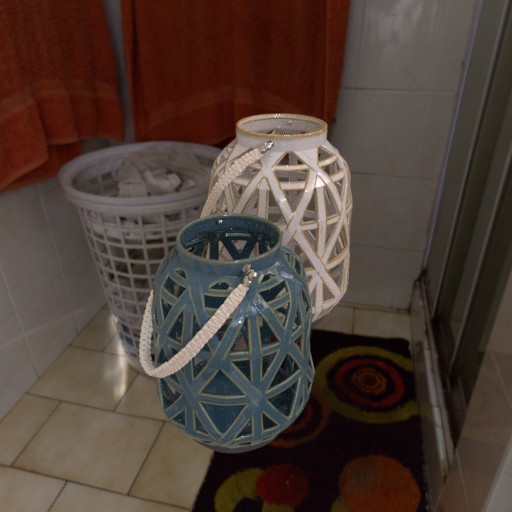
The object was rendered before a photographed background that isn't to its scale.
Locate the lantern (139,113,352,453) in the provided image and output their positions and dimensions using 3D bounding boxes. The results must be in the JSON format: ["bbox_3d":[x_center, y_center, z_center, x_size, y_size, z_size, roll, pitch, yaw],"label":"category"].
[{"bbox_3d":[0.000,0.000,0.600,0.245,0.307,0.439,8,31,13],"label":"lantern"}]
